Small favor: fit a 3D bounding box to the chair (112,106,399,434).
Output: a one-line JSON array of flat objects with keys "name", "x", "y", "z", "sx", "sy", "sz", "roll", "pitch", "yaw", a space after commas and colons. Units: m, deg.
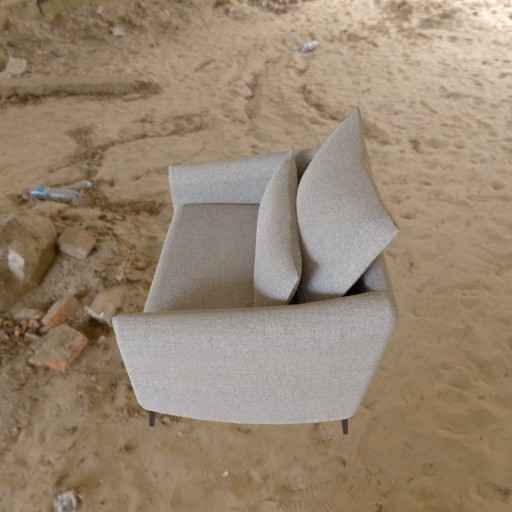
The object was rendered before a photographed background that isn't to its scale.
[{"name": "chair", "x": 0.000, "y": 0.000, "z": 1.648, "sx": 0.801, "sy": 0.856, "sz": 1.029, "roll": 2, "pitch": 41, "yaw": 2}]
